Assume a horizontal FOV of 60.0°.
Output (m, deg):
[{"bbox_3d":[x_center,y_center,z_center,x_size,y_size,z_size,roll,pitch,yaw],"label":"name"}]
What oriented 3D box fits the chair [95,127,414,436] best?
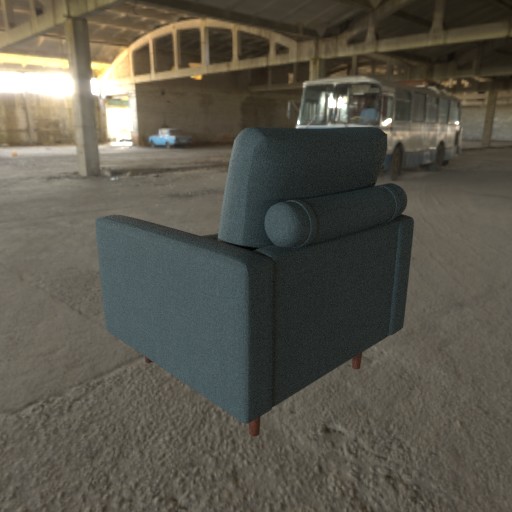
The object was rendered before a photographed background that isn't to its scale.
[{"bbox_3d":[0.000,0.000,1.574,0.821,0.880,0.843,-15,22,-42],"label":"chair"}]
